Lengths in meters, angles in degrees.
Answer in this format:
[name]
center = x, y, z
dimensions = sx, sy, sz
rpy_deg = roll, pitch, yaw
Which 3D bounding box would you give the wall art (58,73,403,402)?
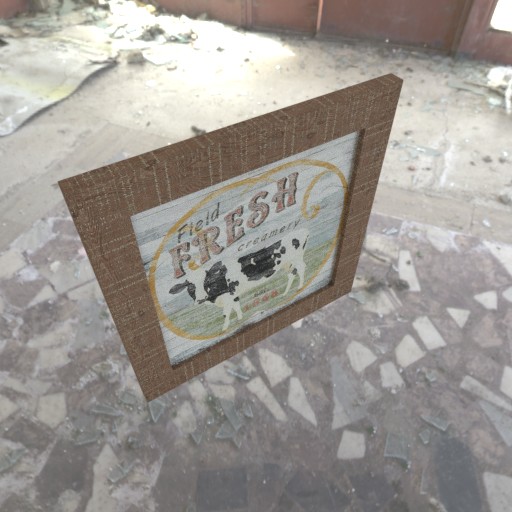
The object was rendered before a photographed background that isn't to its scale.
[wall art]
center = 0.000, 0.000, 0.800
dimensions = 0.531, 0.531, 0.029
rpy_deg = -25, 52, -22
